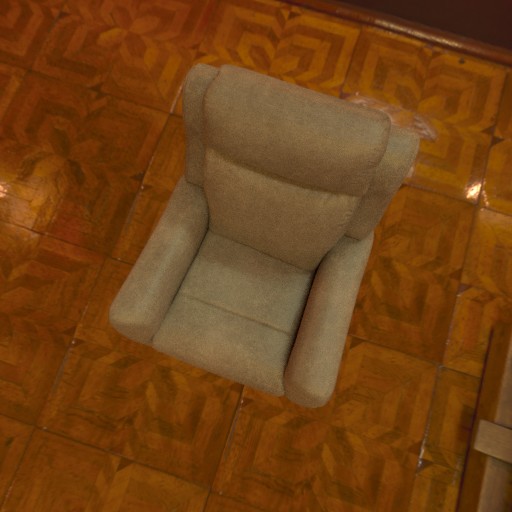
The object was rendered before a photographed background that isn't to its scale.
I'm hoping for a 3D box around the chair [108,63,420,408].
[{"bbox_3d":[0.000,0.000,1.922,0.965,1.116,1.068,20,77,5],"label":"chair"}]
